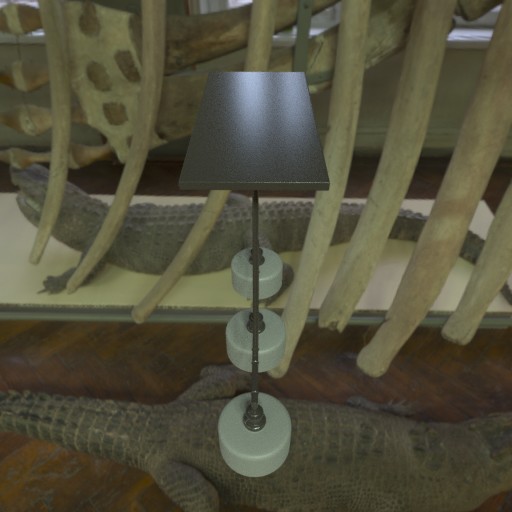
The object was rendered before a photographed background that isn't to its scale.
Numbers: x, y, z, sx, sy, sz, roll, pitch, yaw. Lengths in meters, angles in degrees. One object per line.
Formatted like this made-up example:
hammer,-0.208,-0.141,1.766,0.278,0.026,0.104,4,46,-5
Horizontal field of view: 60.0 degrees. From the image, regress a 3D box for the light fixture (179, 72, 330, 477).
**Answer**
light fixture,0.000,0.000,0.846,0.177,0.557,0.582,0,40,0
